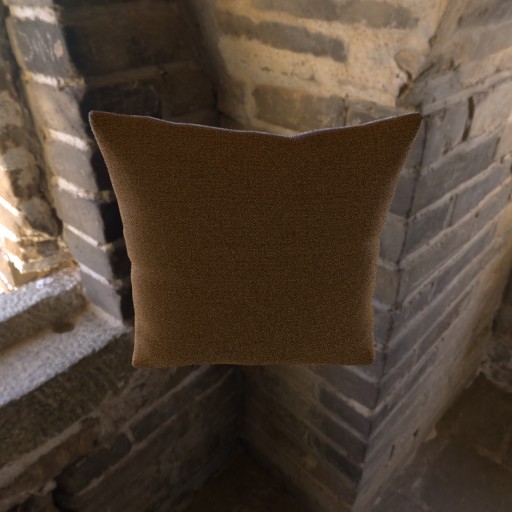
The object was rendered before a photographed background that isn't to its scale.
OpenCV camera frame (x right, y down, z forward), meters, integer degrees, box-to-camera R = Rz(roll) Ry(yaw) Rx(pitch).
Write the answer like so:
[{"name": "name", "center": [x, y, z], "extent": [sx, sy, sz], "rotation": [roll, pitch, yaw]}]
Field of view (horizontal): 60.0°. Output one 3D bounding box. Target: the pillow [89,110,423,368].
[{"name": "pillow", "center": [0.000, 0.000, 0.678], "extent": [0.432, 0.437, 0.147], "rotation": [-1, 30, -2]}]
